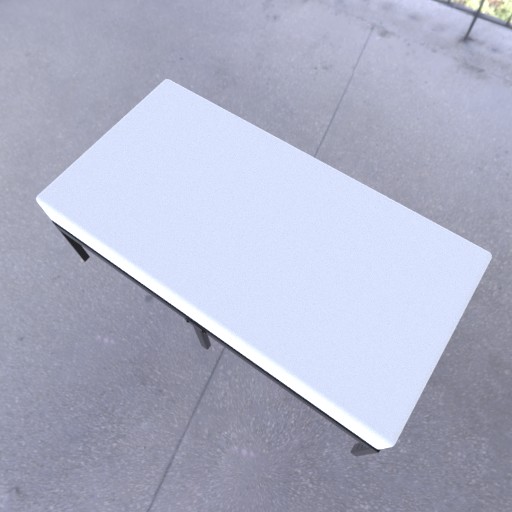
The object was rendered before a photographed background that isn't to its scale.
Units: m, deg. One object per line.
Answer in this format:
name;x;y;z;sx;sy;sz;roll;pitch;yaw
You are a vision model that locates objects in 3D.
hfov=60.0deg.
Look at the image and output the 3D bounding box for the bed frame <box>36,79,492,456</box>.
bed frame;0.000;0.000;2.373;1.950;0.659;1.023;32;68;15
